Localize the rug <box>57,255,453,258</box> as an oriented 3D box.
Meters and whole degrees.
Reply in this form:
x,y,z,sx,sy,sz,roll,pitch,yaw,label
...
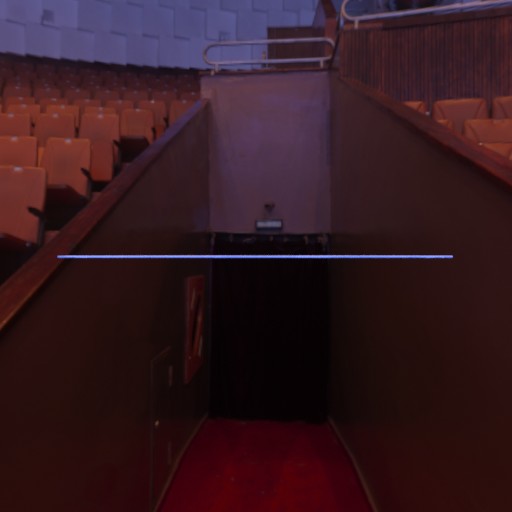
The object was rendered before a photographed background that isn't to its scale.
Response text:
x,y,z,sx,sy,sz,roll,pitch,yaw,label
0.000,0.000,2.830,1.522,0.008,2.284,0,0,0,rug
